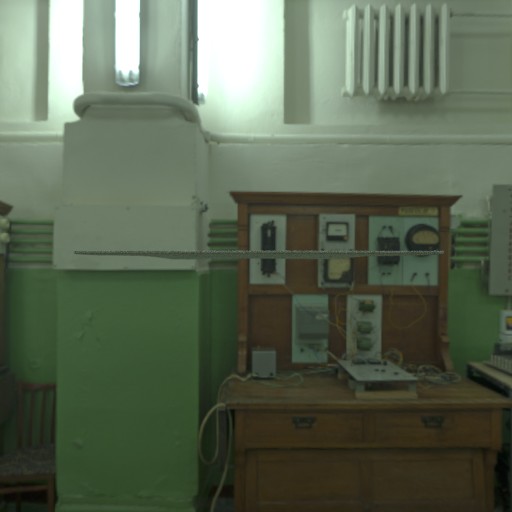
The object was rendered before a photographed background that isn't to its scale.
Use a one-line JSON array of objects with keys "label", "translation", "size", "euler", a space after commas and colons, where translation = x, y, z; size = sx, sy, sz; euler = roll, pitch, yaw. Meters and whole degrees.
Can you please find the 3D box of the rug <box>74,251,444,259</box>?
[{"label": "rug", "translation": [0.000, 0.000, 2.308], "size": [1.179, 0.022, 1.820], "euler": [0, -1, -1]}]
